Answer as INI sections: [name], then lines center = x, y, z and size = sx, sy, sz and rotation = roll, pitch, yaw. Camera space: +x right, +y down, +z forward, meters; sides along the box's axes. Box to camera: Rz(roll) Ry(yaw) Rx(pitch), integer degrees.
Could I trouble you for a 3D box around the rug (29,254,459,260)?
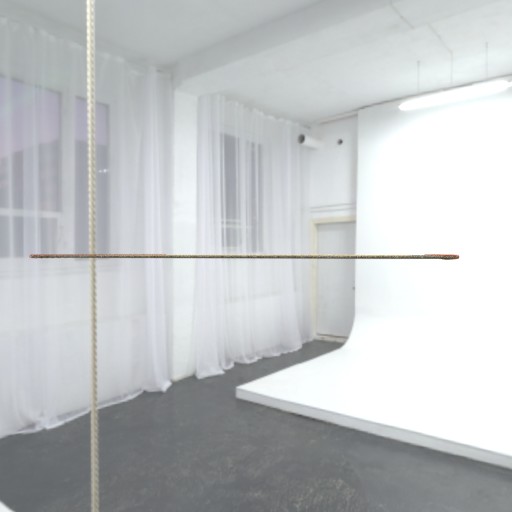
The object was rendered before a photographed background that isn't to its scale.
[rug]
center = 0.000, 0.000, 2.337
size = 1.838, 0.019, 1.220
rotation = 0, 0, 18
